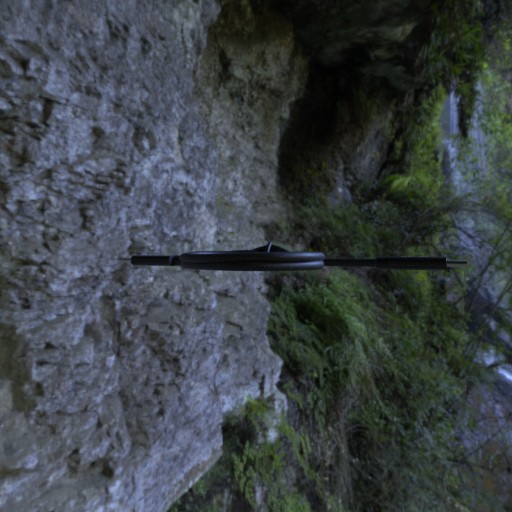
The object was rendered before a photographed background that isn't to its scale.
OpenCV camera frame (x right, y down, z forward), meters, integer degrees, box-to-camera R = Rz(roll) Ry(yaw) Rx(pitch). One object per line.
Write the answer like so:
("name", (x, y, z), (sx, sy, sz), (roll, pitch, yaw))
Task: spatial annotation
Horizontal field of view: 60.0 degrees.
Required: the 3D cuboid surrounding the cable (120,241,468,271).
("cable", (0.000, 0.000, 0.209), (0.186, 0.014, 0.070), (0, 1, 19))
